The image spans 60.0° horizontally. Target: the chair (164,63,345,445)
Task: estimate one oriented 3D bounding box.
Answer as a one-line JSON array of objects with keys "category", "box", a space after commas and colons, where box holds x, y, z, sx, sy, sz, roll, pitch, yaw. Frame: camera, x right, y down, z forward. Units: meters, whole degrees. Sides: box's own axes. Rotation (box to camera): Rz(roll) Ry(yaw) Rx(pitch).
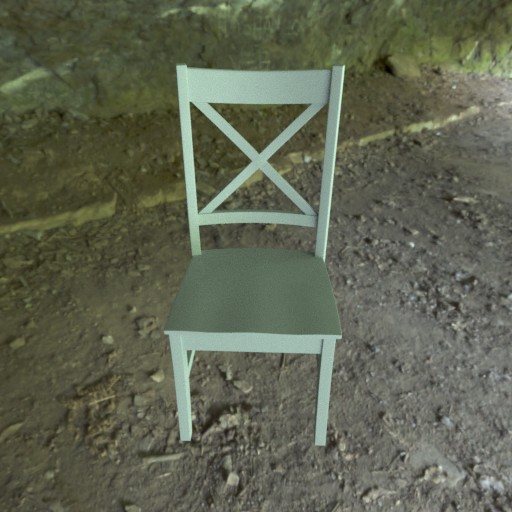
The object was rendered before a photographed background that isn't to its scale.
[{"category": "chair", "box": [0.000, 0.000, 1.298, 0.485, 0.983, 0.542, 1, 30, 2]}]
